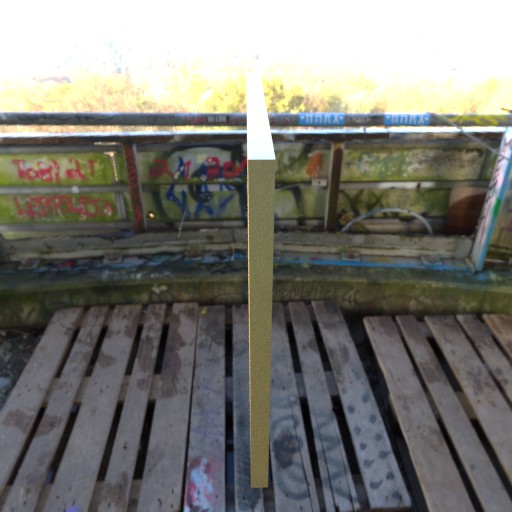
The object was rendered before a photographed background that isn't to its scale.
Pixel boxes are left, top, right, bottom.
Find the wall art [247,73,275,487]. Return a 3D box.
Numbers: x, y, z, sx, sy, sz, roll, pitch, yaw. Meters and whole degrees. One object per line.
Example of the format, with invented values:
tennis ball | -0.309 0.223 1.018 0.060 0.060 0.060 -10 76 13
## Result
wall art | 0.000 0.000 2.876 0.097 1.936 1.935 -1 31 -1
